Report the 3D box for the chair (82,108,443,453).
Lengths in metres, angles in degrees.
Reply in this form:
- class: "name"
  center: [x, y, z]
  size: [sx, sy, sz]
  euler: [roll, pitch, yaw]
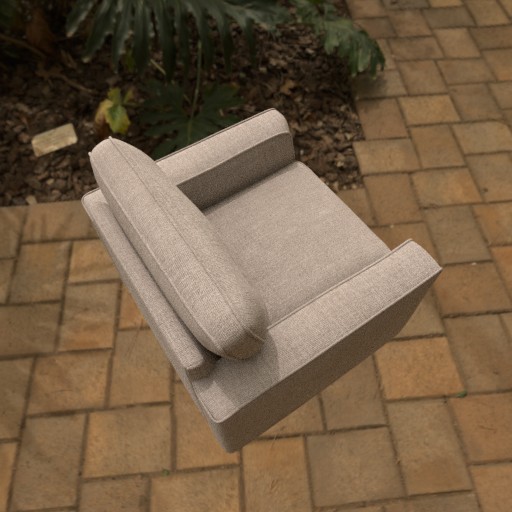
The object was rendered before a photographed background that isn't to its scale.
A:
- class: "chair"
  center: [0.000, 0.000, 1.727]
  size: [0.939, 0.965, 1.015]
  euler: [-30, 63, -17]
